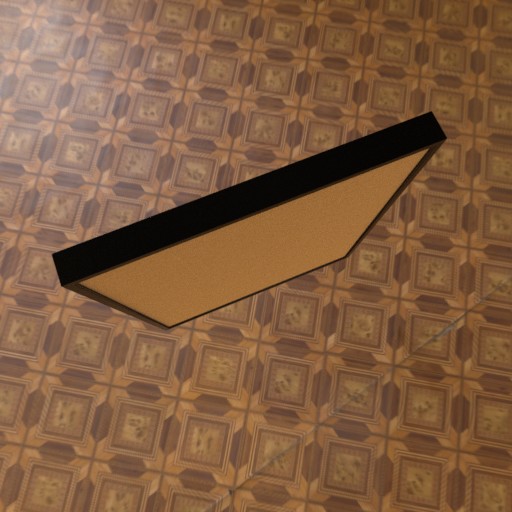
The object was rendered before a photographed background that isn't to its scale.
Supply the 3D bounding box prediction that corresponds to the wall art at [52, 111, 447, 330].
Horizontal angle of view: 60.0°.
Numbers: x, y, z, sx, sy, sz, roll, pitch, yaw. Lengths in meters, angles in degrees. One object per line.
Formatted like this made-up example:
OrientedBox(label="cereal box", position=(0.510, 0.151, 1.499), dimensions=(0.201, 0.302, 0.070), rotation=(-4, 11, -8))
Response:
OrientedBox(label="wall art", position=(0.000, 0.000, 0.752), dimensions=(0.451, 0.553, 0.039), rotation=(-21, 77, -5))
